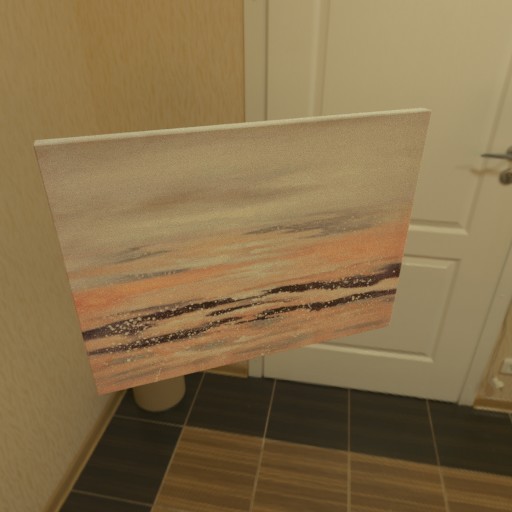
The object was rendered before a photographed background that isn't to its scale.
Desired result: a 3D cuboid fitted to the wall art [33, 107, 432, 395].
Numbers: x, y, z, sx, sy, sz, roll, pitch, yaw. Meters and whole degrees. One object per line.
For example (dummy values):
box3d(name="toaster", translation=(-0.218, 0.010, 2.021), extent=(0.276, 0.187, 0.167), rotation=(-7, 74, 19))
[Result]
box3d(name="wall art", translation=(0.000, 0.000, 1.291), extent=(1.015, 0.763, 0.038), rotation=(-10, 32, -16))
